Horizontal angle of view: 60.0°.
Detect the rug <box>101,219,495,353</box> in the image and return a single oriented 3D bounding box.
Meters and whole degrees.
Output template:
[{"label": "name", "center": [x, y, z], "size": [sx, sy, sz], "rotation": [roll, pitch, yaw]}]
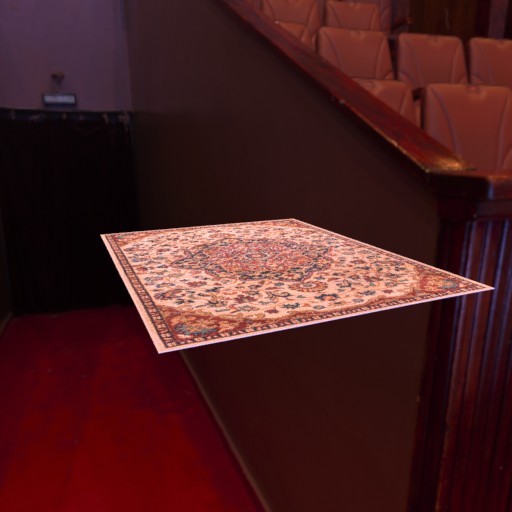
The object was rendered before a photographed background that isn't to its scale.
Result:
[{"label": "rug", "center": [0.000, 0.000, 4.102], "size": [2.454, 0.005, 3.067], "rotation": [-7, 17, -23]}]
